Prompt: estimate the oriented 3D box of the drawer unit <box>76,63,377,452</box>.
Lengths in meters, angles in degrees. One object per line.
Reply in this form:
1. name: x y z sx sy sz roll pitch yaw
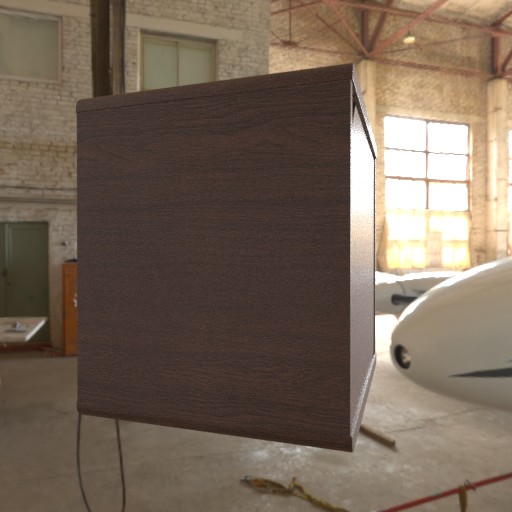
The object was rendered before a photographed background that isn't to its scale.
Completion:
1. drawer unit: 0.000 0.000 0.589 0.290 0.344 0.344 0 0 19
